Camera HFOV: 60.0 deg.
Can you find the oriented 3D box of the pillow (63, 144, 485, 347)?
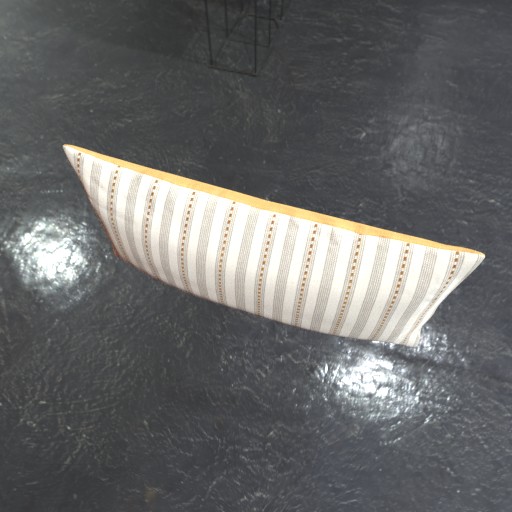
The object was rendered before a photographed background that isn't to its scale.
[{"bbox_3d":[0.000,0.000,0.723,0.608,0.291,0.151,16,59,10],"label":"pillow"}]
